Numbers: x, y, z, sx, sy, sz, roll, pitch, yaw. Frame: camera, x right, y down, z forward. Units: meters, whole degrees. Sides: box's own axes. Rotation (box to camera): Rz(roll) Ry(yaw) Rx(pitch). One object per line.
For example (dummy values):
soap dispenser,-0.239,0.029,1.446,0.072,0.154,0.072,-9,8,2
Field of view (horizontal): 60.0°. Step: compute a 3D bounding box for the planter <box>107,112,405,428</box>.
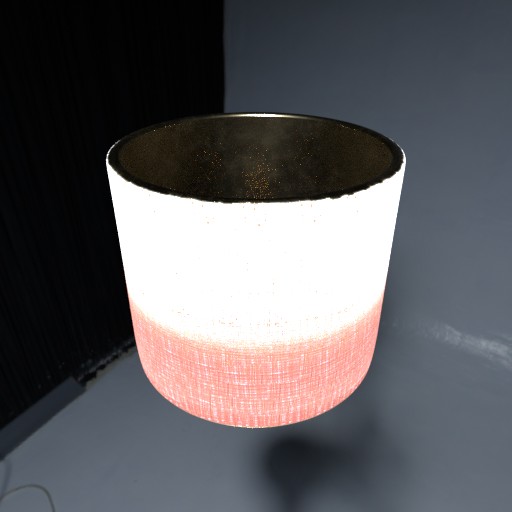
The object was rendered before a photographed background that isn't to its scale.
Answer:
planter,0.000,0.000,0.308,0.178,0.157,0.178,0,31,0
